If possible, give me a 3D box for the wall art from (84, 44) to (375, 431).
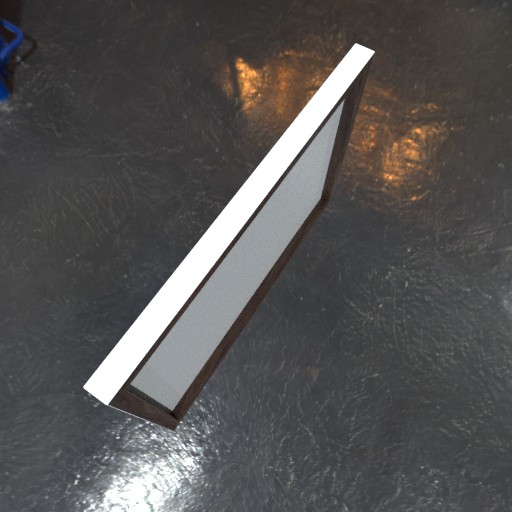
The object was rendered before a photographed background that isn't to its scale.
[{"bbox_3d":[0.000,0.000,1.125,0.050,0.610,0.914,31,69,13],"label":"wall art"}]
